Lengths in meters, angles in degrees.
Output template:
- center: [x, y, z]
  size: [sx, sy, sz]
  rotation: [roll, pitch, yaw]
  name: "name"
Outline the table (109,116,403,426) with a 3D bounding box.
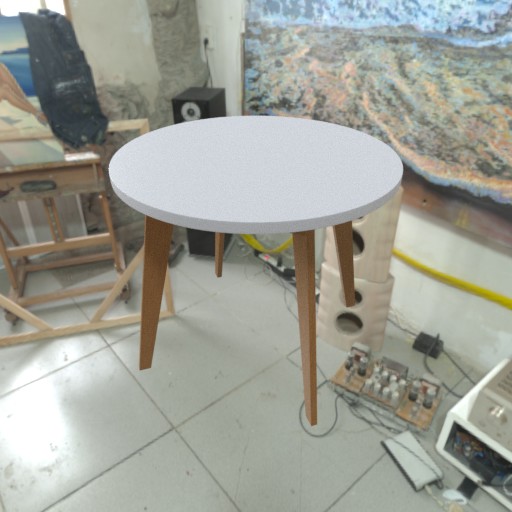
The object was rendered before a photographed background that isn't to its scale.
- center: [0.000, 0.000, 1.605]
  size: [0.896, 0.762, 0.896]
  rotation: [0, 33, 0]
  name: "table"
